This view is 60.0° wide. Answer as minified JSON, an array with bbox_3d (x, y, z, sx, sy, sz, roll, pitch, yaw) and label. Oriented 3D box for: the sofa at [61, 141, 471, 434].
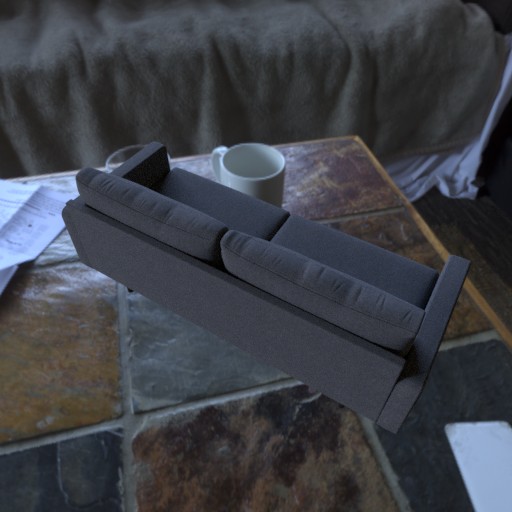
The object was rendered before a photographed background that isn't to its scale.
[{"bbox_3d":[0.000,0.000,2.534,2.100,0.880,0.880,24,52,21],"label":"sofa"}]
